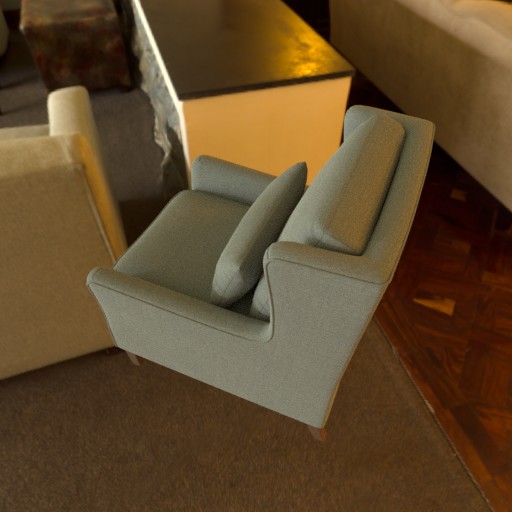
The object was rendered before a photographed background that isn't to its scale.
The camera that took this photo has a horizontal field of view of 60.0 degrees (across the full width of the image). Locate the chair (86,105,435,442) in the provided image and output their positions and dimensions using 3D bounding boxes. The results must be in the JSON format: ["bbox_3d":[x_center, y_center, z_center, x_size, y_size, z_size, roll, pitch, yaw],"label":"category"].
[{"bbox_3d":[0.000,0.000,1.771,1.040,1.056,0.866,17,48,16],"label":"chair"}]
